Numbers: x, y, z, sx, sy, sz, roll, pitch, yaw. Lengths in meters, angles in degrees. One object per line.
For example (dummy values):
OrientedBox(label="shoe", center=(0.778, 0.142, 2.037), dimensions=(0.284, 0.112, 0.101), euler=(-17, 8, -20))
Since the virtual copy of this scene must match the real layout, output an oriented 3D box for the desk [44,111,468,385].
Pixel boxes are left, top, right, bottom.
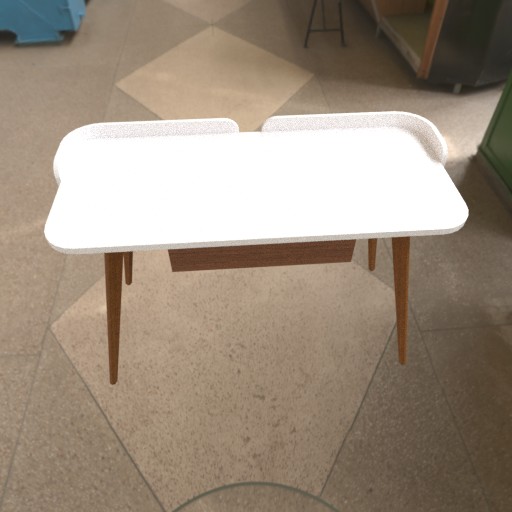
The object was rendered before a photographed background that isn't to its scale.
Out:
OrientedBox(label="desk", center=(0.000, 0.000, 1.610), dimensions=(1.206, 0.807, 0.534), euler=(-3, 47, -3))
